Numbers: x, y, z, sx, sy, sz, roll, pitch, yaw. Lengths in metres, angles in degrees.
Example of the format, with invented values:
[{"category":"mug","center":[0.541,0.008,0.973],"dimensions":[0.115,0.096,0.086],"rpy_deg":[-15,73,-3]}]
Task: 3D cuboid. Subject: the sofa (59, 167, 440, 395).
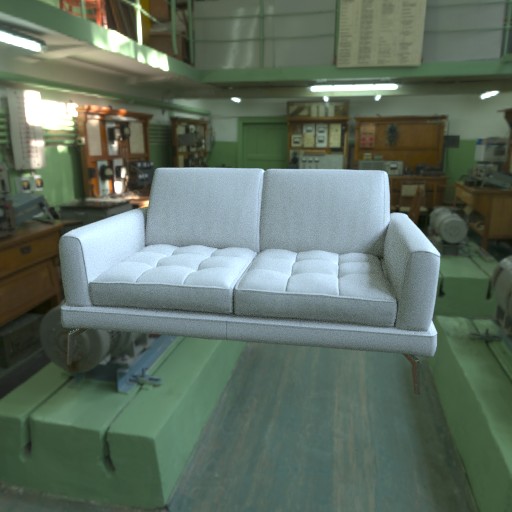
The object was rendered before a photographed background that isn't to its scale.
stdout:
[{"category":"sofa","center":[0.000,0.000,2.505],"dimensions":[1.819,0.930,1.121],"rpy_deg":[3,15,10]}]
